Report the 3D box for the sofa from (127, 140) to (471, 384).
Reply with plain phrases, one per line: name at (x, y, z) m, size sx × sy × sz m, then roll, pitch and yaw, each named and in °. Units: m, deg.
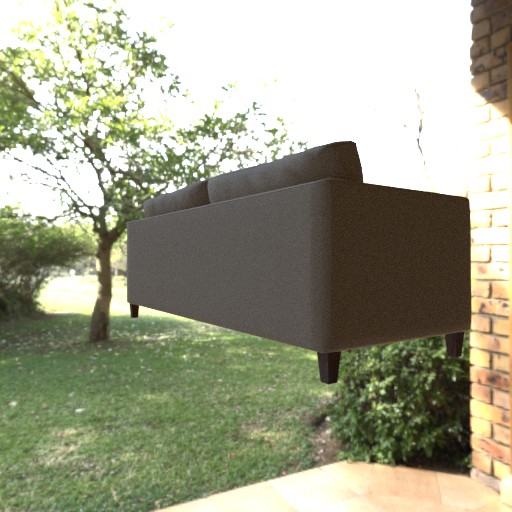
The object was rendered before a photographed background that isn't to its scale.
sofa at (0.000, 0.000, 2.820) m, size 0.951 × 0.968 × 2.361 m, roll 0°, pitch 0°, yaw -34°
